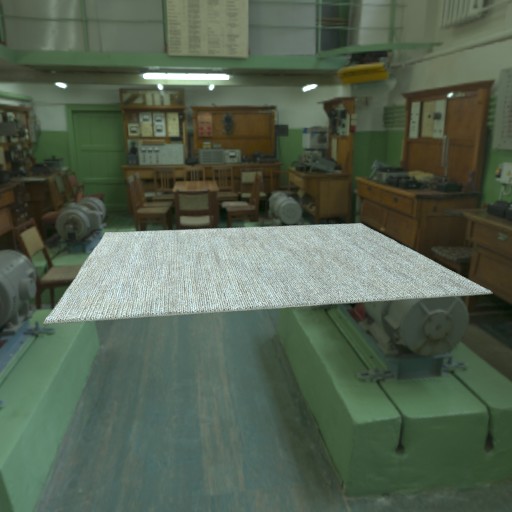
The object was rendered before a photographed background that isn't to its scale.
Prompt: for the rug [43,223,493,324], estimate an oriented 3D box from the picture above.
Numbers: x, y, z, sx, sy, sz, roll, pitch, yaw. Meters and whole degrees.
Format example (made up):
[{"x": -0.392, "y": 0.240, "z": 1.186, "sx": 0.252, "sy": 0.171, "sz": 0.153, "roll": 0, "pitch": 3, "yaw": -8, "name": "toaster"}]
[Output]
[{"x": 0.000, "y": 0.000, "z": 4.081, "sx": 3.052, "sy": 0.030, "sz": 2.429, "roll": -3, "pitch": 16, "yaw": -9, "name": "rug"}]
